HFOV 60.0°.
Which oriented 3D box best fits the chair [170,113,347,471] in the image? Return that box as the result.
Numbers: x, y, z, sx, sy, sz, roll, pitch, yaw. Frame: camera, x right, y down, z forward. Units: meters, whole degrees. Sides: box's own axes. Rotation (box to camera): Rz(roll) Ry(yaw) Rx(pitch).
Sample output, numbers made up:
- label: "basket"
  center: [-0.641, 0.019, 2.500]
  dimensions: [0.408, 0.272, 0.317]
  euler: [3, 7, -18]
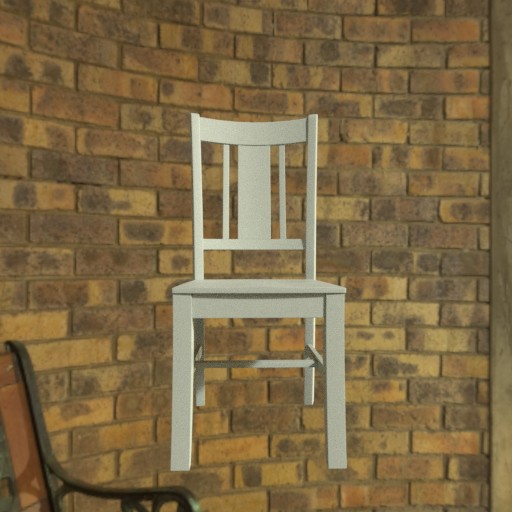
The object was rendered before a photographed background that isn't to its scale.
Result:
- label: "chair"
  center: [0.000, 0.000, 1.301]
  dimensions: [0.450, 0.998, 0.555]
  euler: [0, 0, -2]
